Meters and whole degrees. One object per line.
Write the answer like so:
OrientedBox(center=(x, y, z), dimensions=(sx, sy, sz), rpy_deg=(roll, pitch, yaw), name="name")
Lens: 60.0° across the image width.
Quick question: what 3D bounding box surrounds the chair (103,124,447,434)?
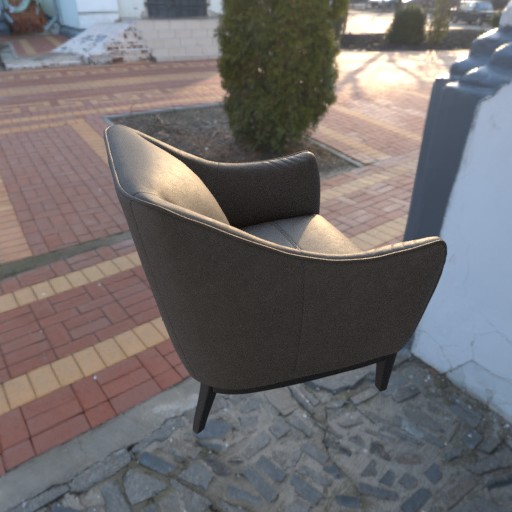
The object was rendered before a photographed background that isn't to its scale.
OrientedBox(center=(0.000, 0.000, 1.519), dimensions=(0.852, 0.830, 0.871), rpy_deg=(-10, 32, -17), name="chair")
